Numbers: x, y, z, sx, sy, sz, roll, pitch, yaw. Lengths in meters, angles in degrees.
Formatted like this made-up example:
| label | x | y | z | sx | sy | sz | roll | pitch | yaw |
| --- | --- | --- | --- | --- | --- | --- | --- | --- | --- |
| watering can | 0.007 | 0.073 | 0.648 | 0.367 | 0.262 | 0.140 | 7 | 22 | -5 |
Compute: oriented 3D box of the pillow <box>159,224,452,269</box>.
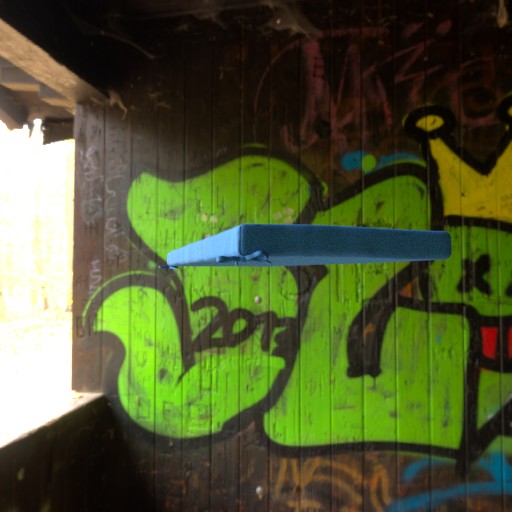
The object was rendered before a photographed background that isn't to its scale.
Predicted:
| label | x | y | z | sx | sy | sz | roll | pitch | yaw |
| --- | --- | --- | --- | --- | --- | --- | --- | --- | --- |
| pillow | 0.000 | 0.000 | 1.374 | 0.492 | 0.081 | 1.187 | 1 | -2 | -18 |
